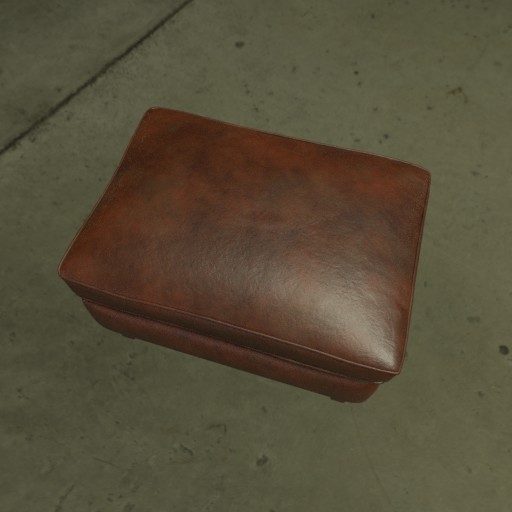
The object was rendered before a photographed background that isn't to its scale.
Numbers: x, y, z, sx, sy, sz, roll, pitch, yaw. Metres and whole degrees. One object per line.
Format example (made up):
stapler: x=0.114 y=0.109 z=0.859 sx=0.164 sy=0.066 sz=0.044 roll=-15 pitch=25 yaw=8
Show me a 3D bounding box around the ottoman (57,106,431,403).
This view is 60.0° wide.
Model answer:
ottoman: x=0.000 y=0.000 z=1.025 sx=0.665 sy=0.432 sz=0.501 roll=15 pitch=63 yaw=8
